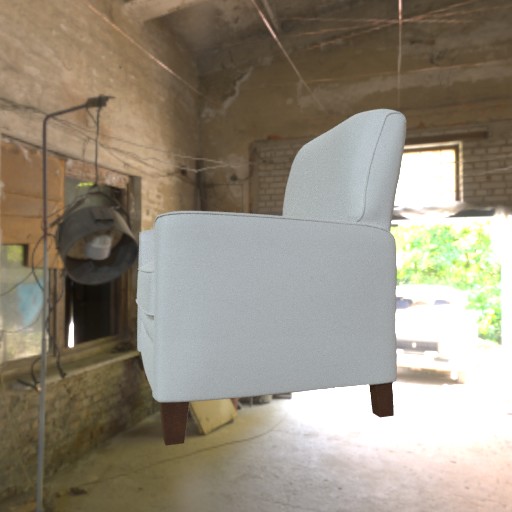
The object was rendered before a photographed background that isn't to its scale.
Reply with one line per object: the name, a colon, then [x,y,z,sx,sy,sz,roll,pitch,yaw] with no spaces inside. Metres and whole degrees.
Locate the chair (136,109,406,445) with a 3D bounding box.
chair: [0.000,0.000,1.666,0.858,1.028,0.841,0,-1,-18]
